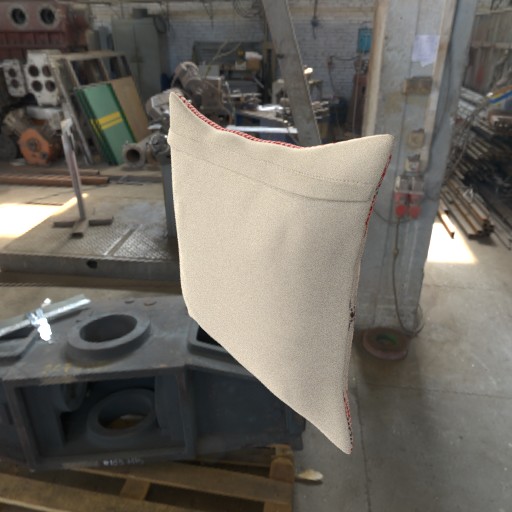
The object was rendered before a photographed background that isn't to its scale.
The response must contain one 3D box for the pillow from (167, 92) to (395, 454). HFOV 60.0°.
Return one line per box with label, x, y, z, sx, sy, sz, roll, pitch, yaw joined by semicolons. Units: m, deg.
pillow;0.000;0.000;0.705;0.160;0.454;0.463;-19;32;-33
